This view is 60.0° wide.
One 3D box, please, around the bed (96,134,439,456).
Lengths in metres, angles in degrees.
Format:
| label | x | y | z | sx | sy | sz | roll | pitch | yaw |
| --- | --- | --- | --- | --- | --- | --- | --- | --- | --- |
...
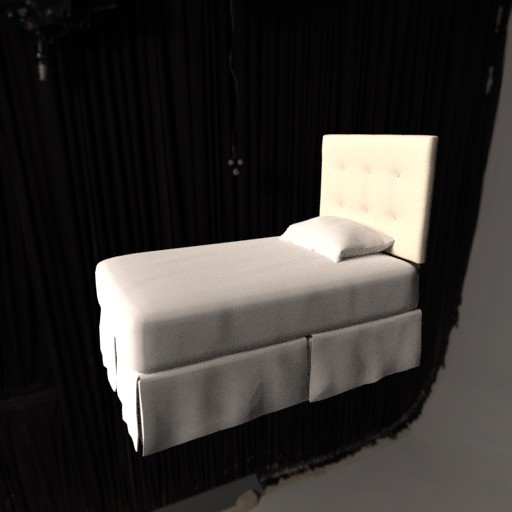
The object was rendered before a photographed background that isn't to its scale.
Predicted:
| label | x | y | z | sx | sy | sz | roll | pitch | yaw |
| --- | --- | --- | --- | --- | --- | --- | --- | --- | --- |
| bed | 0.000 | 0.000 | 2.989 | 1.997 | 1.571 | 1.261 | -8 | 17 | -26 |
